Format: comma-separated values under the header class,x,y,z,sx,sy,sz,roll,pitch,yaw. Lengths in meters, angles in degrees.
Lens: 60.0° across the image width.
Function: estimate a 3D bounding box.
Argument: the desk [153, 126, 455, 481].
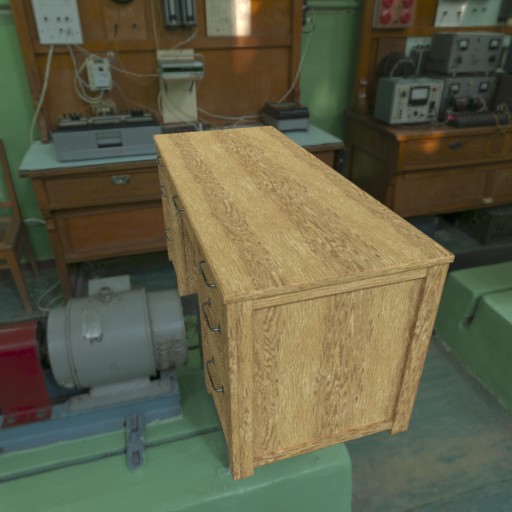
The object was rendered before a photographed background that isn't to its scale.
class,x,y,z,sx,sy,sz,roll,pitch,yaw
desk,0.000,0.000,1.998,0.685,0.751,1.567,-9,31,-15
